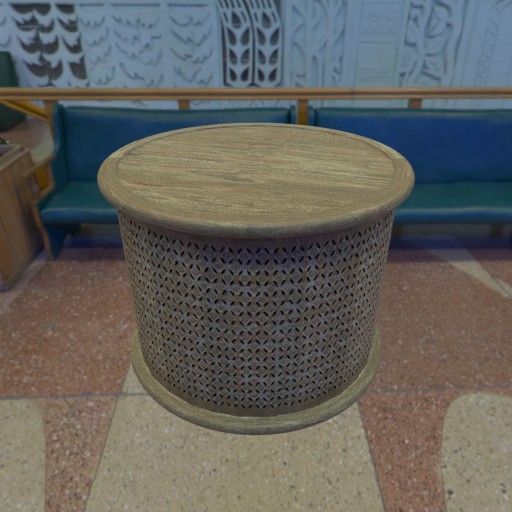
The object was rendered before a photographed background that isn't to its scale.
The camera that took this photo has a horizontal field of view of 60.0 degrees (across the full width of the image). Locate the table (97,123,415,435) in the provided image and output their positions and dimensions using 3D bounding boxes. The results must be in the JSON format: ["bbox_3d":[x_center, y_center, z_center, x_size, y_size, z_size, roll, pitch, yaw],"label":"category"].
[{"bbox_3d":[0.000,0.000,0.994,0.607,0.450,0.607,0,30,0],"label":"table"}]
